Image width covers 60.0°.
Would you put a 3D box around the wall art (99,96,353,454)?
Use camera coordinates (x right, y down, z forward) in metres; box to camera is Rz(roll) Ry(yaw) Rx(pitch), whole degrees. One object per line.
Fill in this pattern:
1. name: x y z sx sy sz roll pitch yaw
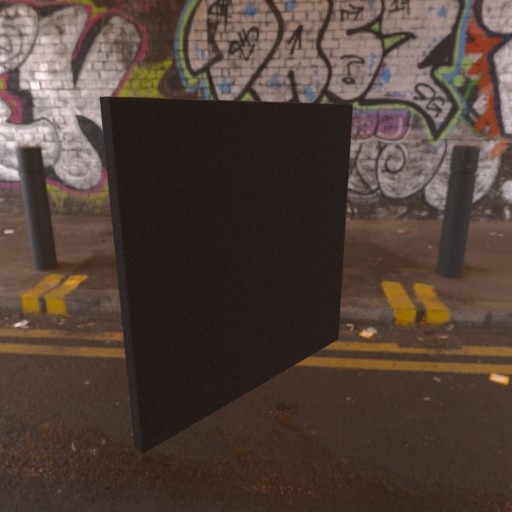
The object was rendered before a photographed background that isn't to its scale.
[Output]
1. wall art: 0.000 0.000 1.156 0.038 0.762 0.762 17 24 42
